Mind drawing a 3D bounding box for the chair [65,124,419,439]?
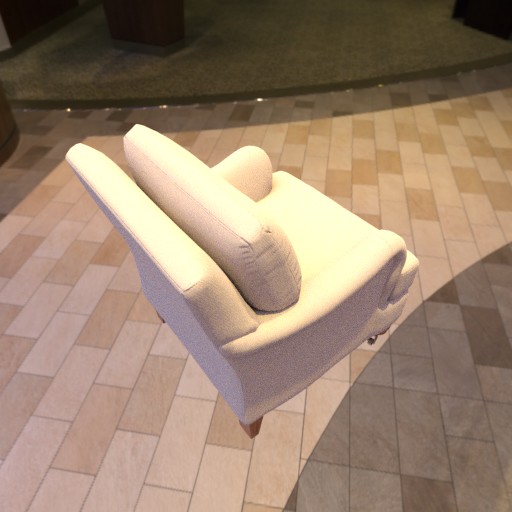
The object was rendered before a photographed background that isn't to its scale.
[{"bbox_3d":[0.000,0.000,1.852,1.070,1.038,0.955,-26,47,-27],"label":"chair"}]
